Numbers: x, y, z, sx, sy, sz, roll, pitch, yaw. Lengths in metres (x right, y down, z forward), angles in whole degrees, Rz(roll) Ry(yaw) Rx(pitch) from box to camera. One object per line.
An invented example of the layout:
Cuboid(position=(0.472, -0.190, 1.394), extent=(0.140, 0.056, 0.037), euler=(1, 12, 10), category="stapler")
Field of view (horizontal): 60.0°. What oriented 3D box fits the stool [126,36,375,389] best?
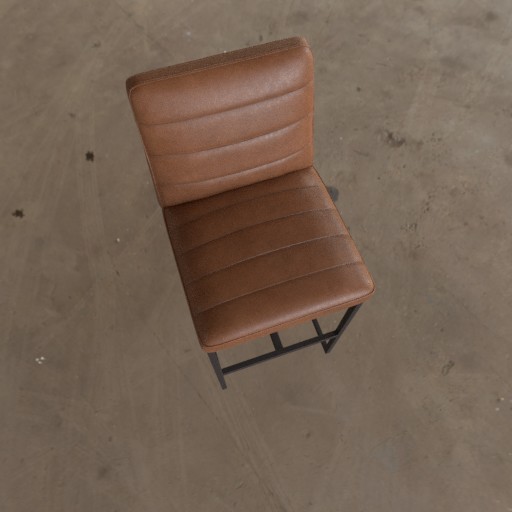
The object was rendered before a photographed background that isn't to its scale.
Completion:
Cuboid(position=(0.000, 0.000, 1.338), extent=(0.458, 1.040, 0.556), euler=(-17, 65, -8), category="stool")
